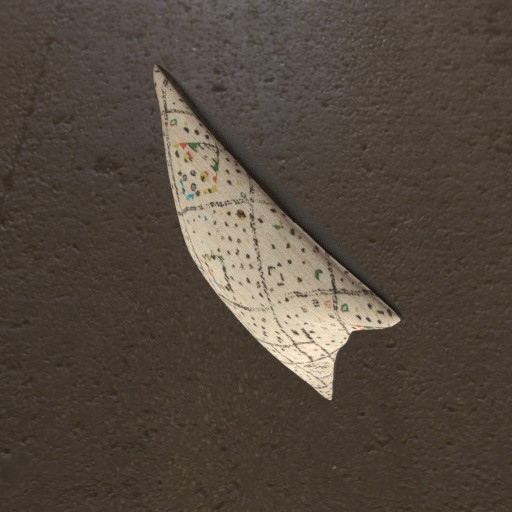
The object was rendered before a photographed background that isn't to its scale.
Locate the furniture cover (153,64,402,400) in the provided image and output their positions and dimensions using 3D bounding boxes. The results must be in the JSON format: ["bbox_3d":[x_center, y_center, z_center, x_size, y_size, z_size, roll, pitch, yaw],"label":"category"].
[{"bbox_3d":[0.000,0.000,0.799,0.180,0.498,0.525,-34,68,-16],"label":"furniture cover"}]
